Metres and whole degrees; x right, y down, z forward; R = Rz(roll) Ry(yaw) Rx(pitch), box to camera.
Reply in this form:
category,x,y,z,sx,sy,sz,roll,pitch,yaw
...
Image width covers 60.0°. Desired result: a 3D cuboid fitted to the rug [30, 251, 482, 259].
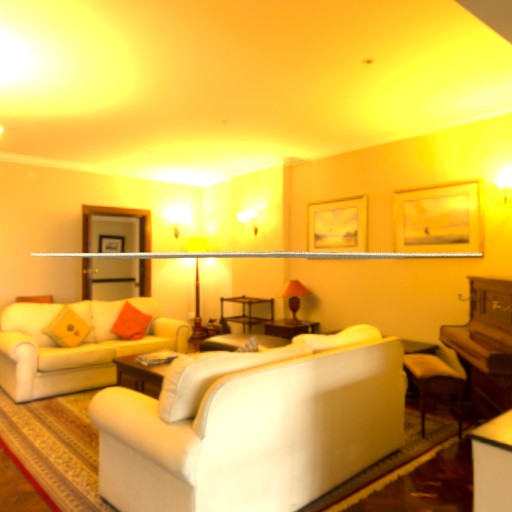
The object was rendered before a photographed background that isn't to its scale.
category,x,y,z,sx,sy,sz,roll,pitch,yaw
rug,0.000,0.000,4.345,3.202,0.045,2.434,0,-1,0
